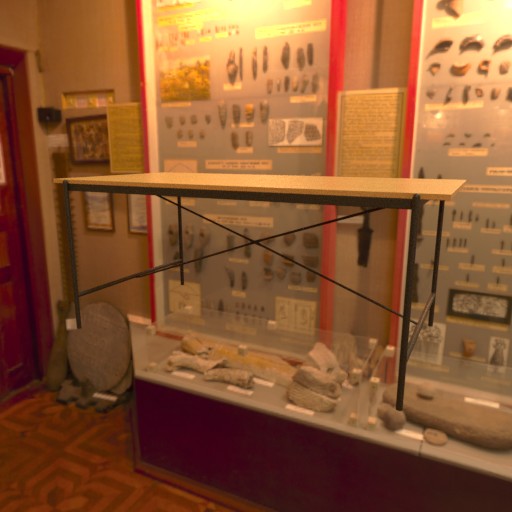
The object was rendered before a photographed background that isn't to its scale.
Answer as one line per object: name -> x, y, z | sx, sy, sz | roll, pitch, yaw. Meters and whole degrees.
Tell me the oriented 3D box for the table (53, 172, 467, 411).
table -> 0.000, 0.000, 2.220 | 1.800, 0.758, 0.900 | 7, 15, 27
